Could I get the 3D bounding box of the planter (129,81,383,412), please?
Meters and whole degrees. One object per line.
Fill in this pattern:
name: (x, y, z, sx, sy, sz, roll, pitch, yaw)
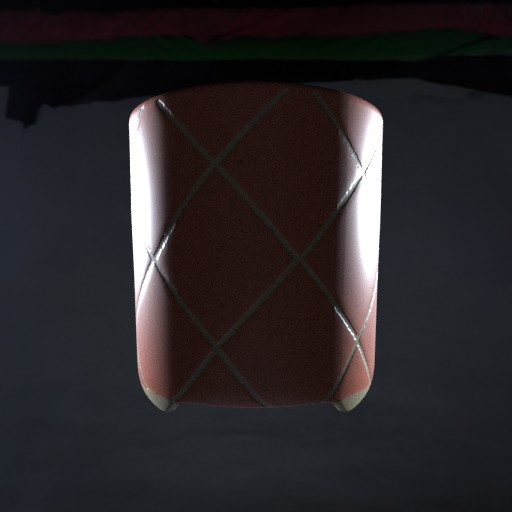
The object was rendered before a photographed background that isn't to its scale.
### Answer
planter: (0.000, 0.000, 0.346, 0.191, 0.200, 0.191, 0, 0, 0)
